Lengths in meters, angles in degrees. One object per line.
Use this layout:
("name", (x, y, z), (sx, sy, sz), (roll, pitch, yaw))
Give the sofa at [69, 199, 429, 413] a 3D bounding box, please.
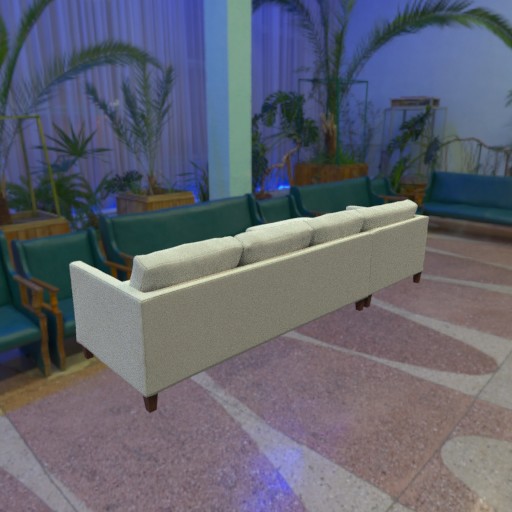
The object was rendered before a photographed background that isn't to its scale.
("sofa", (0.000, 0.000, 3.919), (3.186, 0.861, 1.625), (-15, 22, -41))
